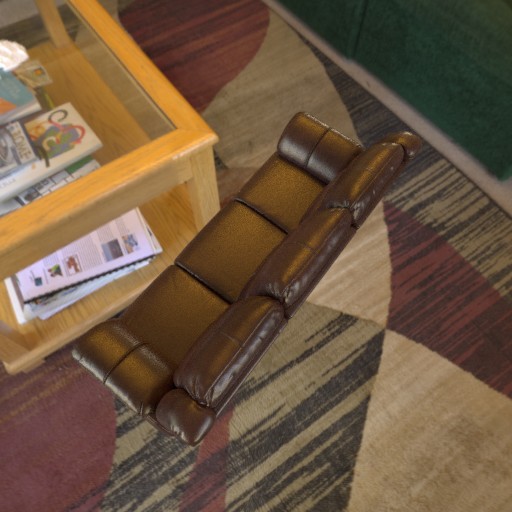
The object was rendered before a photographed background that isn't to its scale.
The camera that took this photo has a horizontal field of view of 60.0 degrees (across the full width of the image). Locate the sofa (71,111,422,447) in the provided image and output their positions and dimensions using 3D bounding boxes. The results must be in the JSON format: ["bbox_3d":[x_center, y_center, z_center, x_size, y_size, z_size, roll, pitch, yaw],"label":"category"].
[{"bbox_3d":[0.000,0.000,2.865,0.991,1.043,2.337,34,67,16],"label":"sofa"}]
